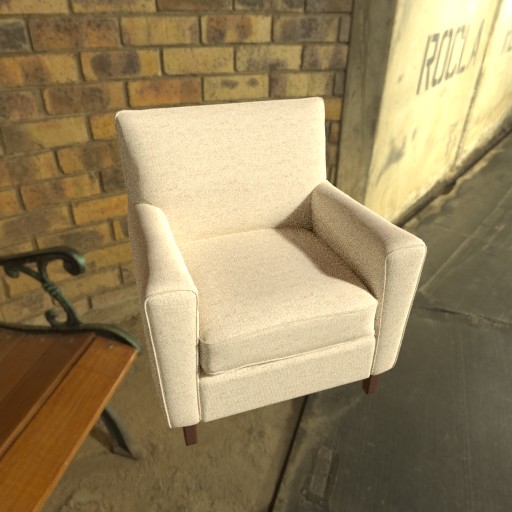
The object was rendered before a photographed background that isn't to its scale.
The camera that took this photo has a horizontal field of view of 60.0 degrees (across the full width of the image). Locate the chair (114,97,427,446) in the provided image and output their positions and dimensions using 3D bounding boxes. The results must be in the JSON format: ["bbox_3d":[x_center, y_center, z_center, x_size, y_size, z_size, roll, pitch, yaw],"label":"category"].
[{"bbox_3d":[0.000,0.000,1.628,0.870,0.943,0.823,-10,32,-16],"label":"chair"}]
